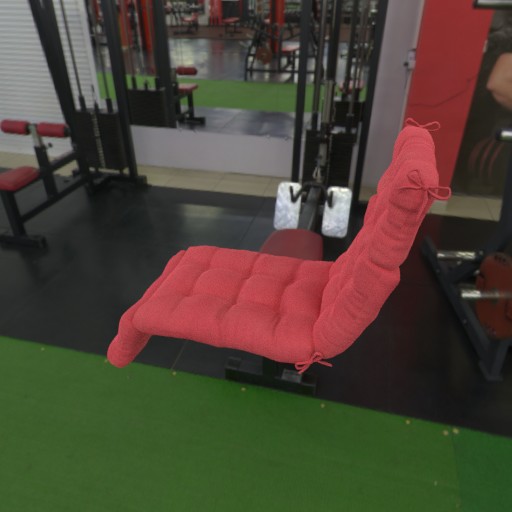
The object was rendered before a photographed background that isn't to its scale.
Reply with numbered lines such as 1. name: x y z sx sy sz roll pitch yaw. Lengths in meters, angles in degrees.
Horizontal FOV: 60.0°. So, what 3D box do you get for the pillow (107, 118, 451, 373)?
1. pillow: 0.000 0.000 1.473 1.016 0.863 0.526 9 33 14
